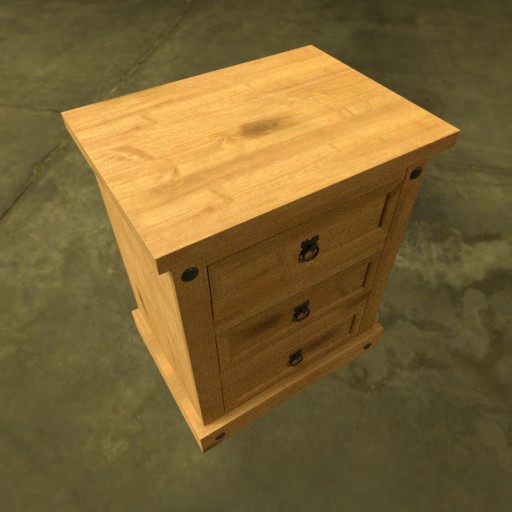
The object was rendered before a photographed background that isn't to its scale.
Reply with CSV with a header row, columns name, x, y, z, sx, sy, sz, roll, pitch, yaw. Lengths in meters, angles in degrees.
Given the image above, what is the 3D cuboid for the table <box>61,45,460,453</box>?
name,x,y,z,sx,sy,sz,roll,pitch,yaw
table,0.000,0.000,1.209,0.660,0.813,0.500,-25,52,-21
